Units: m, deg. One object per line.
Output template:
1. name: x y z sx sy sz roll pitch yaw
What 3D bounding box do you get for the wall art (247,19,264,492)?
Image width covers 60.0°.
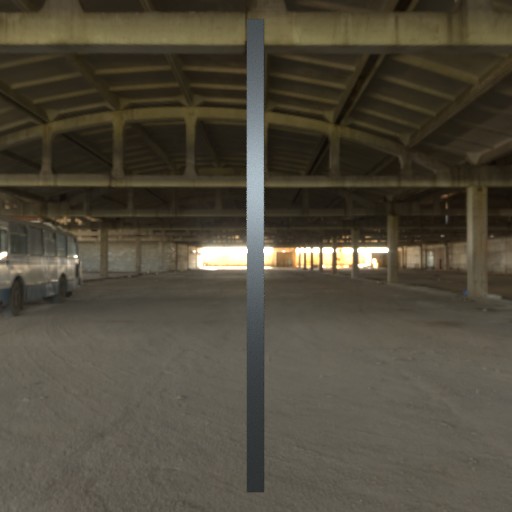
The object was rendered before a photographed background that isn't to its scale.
1. wall art: 0.000 0.000 1.395 0.039 1.061 0.804 0 0 0
